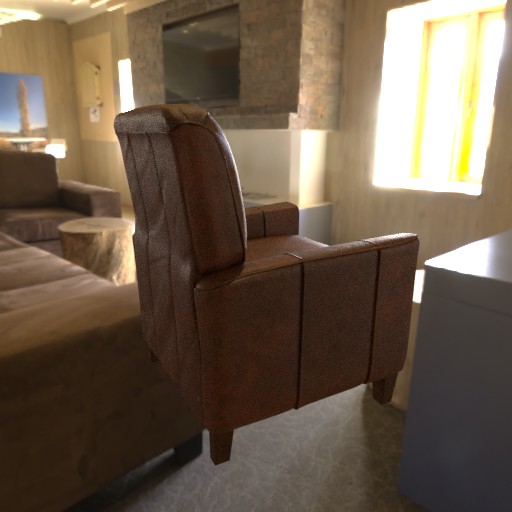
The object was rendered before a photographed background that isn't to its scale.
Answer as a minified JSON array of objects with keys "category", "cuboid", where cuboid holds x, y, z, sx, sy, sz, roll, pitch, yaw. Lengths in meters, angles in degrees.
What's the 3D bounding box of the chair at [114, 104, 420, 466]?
[{"category":"chair","cuboid":[0.000,0.000,1.650,0.836,1.043,0.843,-8,18,-27]}]
